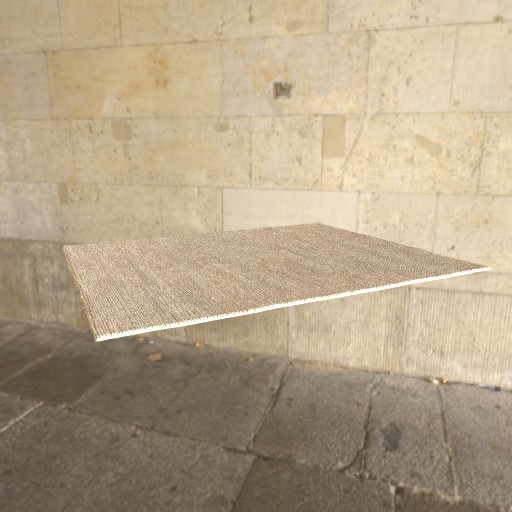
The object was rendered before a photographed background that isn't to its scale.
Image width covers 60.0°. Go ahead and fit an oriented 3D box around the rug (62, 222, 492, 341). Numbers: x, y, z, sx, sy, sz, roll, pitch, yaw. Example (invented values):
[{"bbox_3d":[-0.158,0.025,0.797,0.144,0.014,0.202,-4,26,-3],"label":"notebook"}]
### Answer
[{"bbox_3d":[0.000,0.000,3.967,3.052,0.030,2.429,-7,15,-26],"label":"rug"}]
